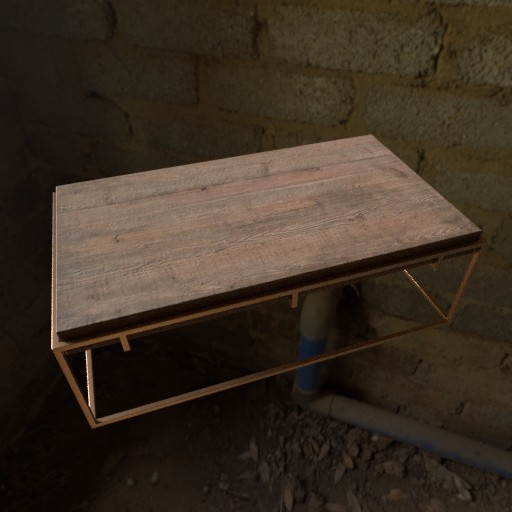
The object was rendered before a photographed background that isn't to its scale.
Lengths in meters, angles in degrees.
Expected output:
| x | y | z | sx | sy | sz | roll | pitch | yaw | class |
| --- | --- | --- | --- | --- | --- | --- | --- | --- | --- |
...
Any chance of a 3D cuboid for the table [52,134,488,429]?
| x | y | z | sx | sy | sz | roll | pitch | yaw | class |
| --- | --- | --- | --- | --- | --- | --- | --- | --- | --- |
| 0.000 | 0.000 | 1.728 | 1.387 | 0.468 | 0.775 | -13 | 43 | -14 | table |
